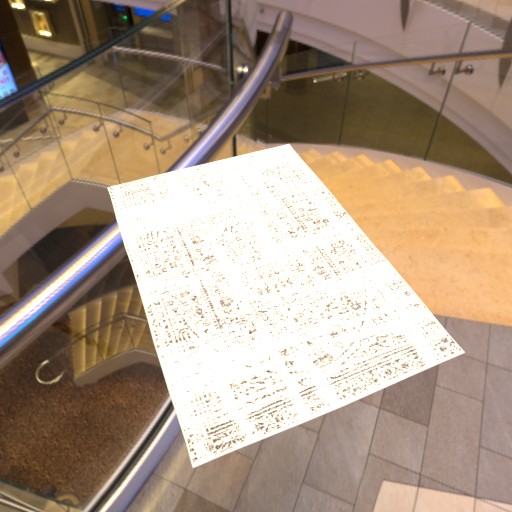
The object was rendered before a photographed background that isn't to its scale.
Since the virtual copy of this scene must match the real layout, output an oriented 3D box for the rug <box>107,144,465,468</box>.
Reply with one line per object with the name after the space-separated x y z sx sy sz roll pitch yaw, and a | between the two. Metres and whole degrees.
0.000 0.000 3.188 1.706 0.026 2.438 -17 49 -15 | rug
